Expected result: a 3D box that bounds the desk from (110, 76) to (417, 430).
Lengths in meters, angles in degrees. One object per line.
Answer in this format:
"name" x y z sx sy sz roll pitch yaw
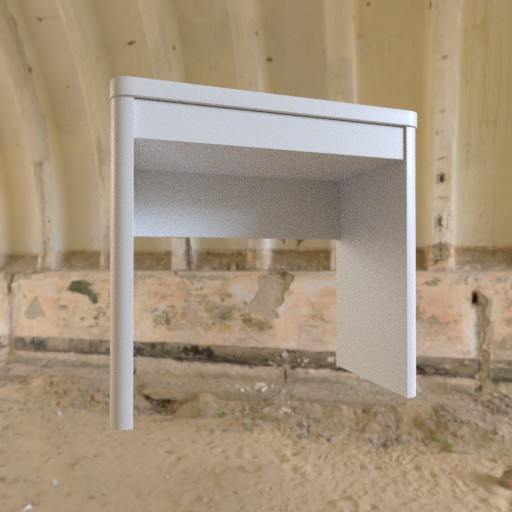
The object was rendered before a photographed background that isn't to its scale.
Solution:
"desk" 0.000 0.000 1.262 0.790 0.760 0.446 0 -1 -18
